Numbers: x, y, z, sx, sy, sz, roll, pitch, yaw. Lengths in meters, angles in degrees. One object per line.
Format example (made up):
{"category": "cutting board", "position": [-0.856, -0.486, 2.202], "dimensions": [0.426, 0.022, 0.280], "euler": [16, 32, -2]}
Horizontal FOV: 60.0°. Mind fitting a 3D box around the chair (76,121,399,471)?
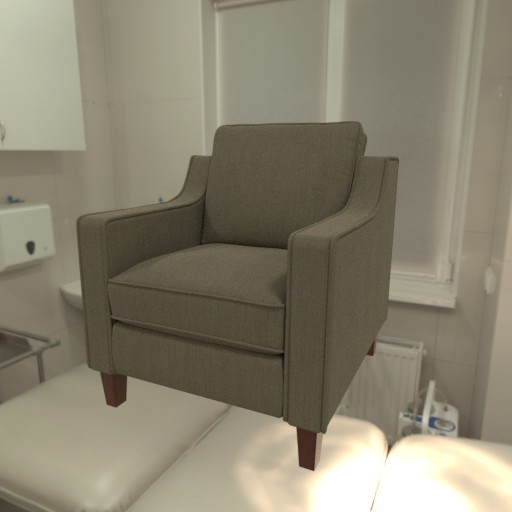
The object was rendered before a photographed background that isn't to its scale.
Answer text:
{"category": "chair", "position": [0.000, 0.000, 1.617], "dimensions": [0.831, 0.960, 0.909], "euler": [6, 15, 25]}
